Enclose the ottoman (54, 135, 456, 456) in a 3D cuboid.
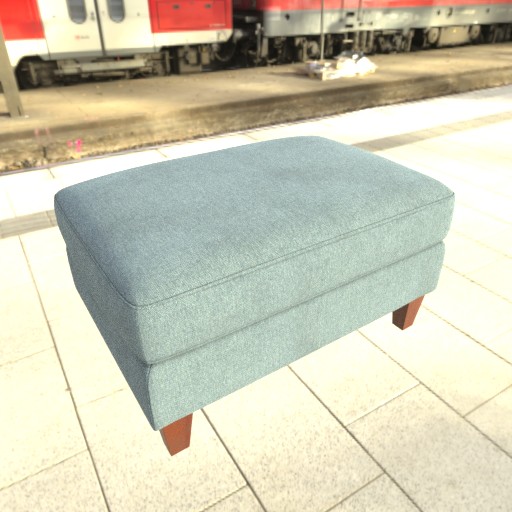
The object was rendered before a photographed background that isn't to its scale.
[{"bbox_3d":[0.000,0.000,1.180,0.864,0.483,0.584,-19,36,-28],"label":"ottoman"}]
